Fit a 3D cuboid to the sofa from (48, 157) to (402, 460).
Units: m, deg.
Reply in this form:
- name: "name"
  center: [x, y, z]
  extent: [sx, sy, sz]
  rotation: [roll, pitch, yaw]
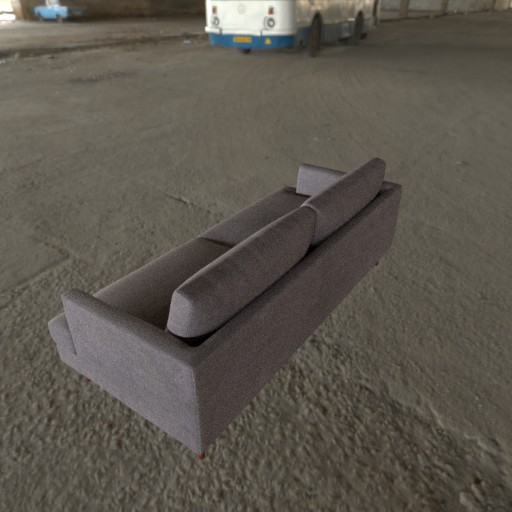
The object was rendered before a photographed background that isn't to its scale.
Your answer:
- name: "sofa"
  center: [0.000, 0.000, 2.761]
  extent: [1.020, 0.868, 2.250]
  rotation: [20, 36, 30]
